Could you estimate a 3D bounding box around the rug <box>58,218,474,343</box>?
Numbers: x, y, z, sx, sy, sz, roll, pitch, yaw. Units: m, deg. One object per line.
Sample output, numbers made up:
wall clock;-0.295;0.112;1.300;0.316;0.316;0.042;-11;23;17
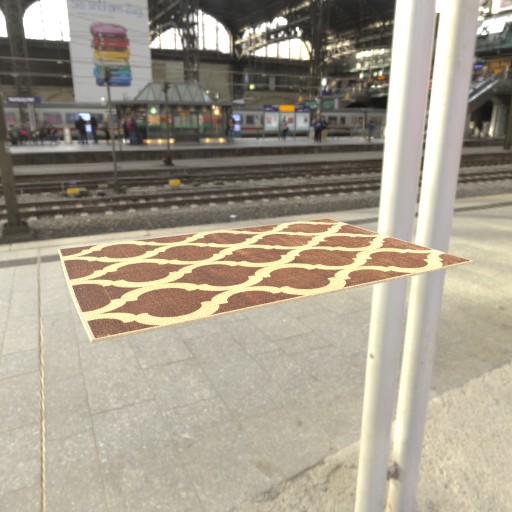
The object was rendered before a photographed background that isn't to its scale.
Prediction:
rug;0.000;0.000;2.894;2.290;0.014;1.526;-9;19;-27
